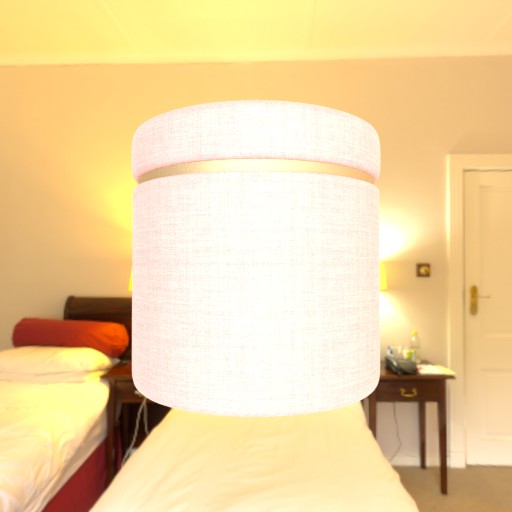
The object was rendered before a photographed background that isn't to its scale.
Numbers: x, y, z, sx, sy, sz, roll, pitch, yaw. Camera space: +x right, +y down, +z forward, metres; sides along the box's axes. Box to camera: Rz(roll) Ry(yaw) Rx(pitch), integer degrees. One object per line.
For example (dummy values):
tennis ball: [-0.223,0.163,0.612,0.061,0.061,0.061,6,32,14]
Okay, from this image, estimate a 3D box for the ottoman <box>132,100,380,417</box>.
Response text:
ottoman: [0.000,0.000,0.738,0.400,0.406,0.400,0,-1,0]
